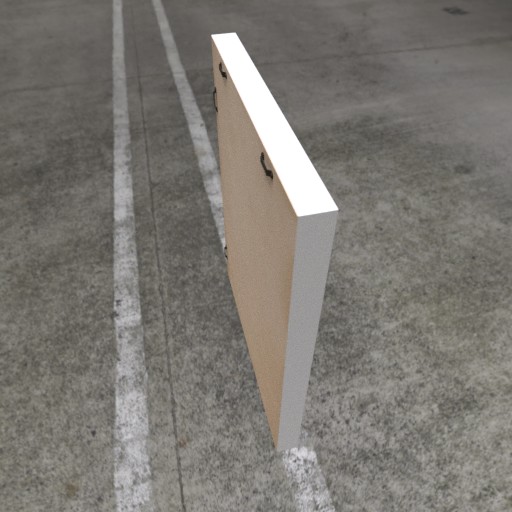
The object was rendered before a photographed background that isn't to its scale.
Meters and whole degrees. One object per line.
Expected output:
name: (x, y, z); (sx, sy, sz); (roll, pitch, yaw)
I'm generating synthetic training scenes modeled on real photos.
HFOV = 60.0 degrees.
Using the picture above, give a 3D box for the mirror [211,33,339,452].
mirror: (0.000, 0.000, 0.680); (0.041, 0.508, 0.405); (-10, 47, -10)
